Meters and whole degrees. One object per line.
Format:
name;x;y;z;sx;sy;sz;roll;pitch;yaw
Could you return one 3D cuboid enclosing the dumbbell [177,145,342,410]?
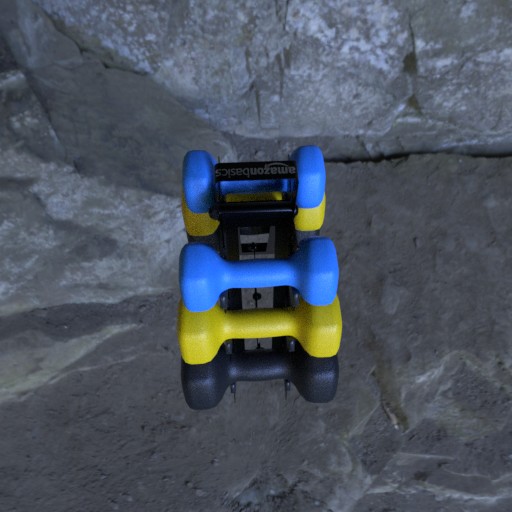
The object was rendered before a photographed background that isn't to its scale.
dumbbell;0.000;0.000;0.679;0.255;0.426;0.409;-2;64;-1
